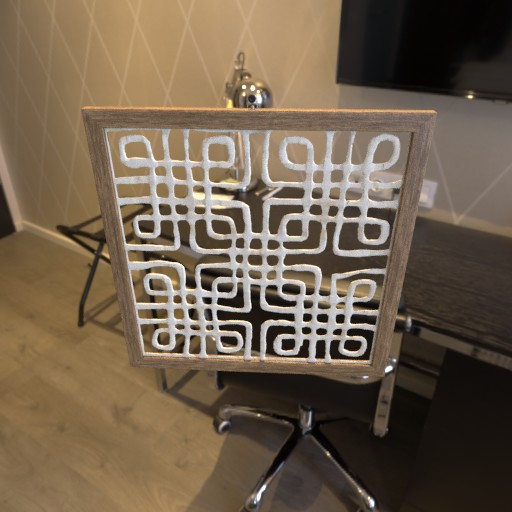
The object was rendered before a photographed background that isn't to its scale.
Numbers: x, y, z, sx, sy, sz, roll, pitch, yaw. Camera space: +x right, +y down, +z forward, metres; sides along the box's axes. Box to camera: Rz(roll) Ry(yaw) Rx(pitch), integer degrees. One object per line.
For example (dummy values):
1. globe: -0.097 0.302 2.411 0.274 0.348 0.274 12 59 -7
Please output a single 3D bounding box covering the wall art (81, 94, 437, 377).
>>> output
1. wall art: 0.000 0.000 0.840 0.561 0.582 0.021 2 30 3
